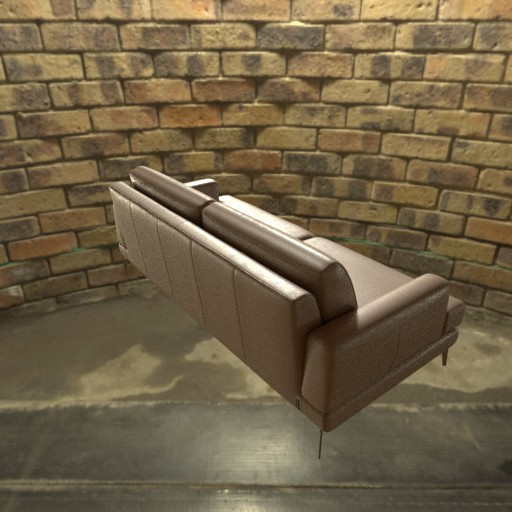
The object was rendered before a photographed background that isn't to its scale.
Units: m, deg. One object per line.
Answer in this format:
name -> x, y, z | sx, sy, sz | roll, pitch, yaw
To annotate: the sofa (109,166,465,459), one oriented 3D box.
sofa -> 0.000, 0.000, 2.438 | 0.974, 0.765, 1.940 | -19, 32, -33
